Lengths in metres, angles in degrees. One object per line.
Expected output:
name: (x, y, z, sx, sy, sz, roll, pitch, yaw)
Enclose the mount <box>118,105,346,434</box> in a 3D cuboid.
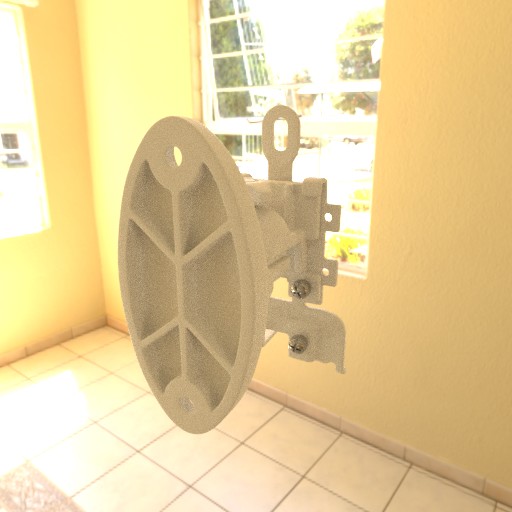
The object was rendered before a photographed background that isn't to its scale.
mount: (0.000, 0.000, 0.181, 0.066, 0.118, 0.100, 9, 19, 27)
